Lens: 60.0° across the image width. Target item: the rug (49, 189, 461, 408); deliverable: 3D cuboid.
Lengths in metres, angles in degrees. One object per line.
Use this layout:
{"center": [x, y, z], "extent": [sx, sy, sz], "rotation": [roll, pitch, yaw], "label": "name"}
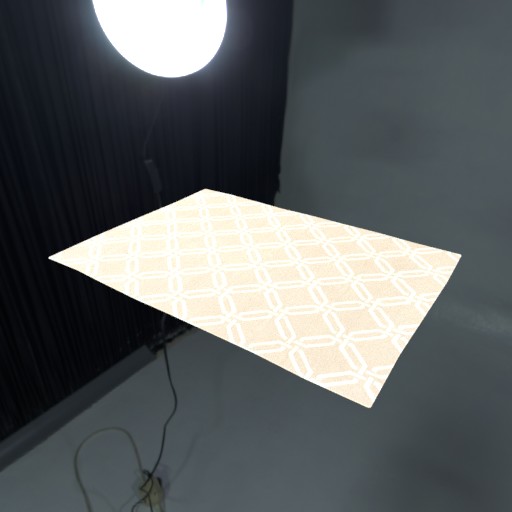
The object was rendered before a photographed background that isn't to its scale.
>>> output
{"center": [0.000, 0.000, 2.787], "extent": [2.135, 0.013, 1.524], "rotation": [18, 34, 30], "label": "rug"}
